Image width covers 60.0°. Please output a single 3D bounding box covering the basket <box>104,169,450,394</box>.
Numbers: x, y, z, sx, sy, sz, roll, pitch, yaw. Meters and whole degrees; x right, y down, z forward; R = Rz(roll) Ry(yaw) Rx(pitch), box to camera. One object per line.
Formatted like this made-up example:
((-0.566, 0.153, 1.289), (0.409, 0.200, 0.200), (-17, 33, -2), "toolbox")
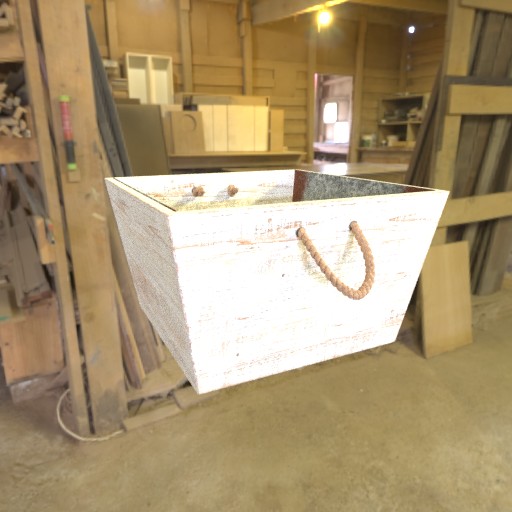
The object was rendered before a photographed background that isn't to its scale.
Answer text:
((0.000, 0.000, 0.755), (0.413, 0.247, 0.545), (-8, 18, -26), "basket")
